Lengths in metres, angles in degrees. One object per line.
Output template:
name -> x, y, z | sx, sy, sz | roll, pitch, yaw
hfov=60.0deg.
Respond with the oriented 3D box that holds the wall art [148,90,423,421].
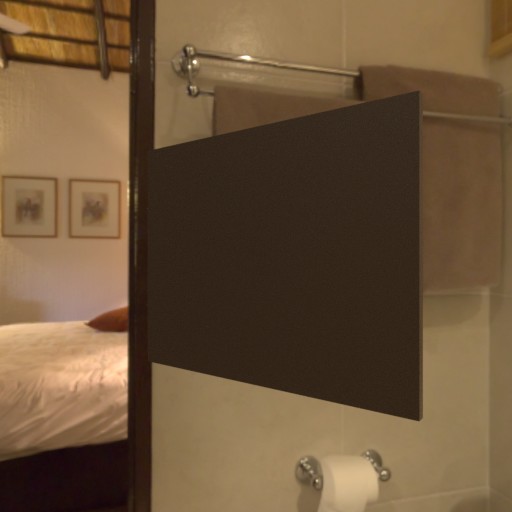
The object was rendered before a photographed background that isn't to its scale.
wall art -> 0.000, 0.000, 1.654 | 1.207, 0.952, 0.034 | 0, 0, 37
